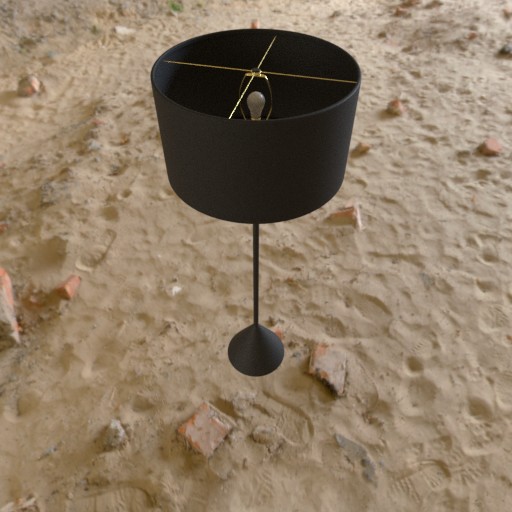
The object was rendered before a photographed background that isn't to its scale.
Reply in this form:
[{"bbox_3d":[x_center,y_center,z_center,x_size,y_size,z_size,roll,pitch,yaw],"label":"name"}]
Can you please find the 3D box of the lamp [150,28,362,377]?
[{"bbox_3d":[0.000,0.000,1.784,0.580,1.526,0.580,10,48,10],"label":"lamp"}]
